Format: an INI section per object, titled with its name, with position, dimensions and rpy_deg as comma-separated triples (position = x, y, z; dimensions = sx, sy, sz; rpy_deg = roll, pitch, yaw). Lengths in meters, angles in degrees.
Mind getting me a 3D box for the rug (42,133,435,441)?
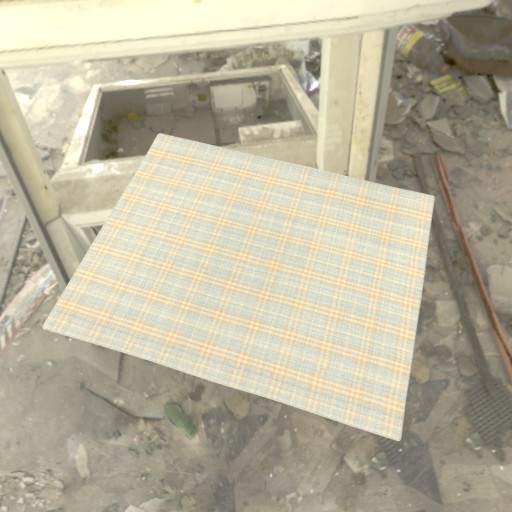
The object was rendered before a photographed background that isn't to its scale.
[rug]
position = 0.000, 0.000, 4.153
dimensions = 3.066, 0.030, 2.462
rpy_deg = 15, 60, 9
